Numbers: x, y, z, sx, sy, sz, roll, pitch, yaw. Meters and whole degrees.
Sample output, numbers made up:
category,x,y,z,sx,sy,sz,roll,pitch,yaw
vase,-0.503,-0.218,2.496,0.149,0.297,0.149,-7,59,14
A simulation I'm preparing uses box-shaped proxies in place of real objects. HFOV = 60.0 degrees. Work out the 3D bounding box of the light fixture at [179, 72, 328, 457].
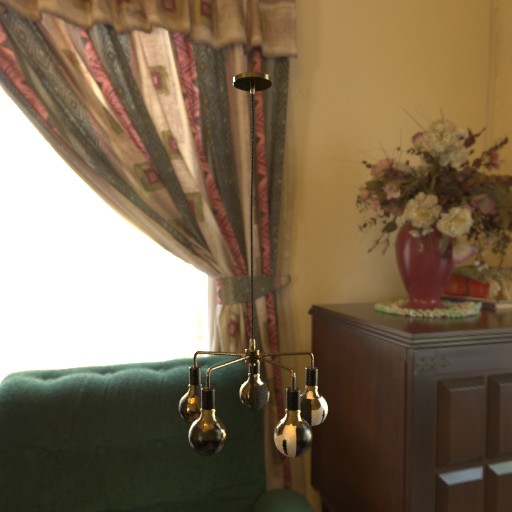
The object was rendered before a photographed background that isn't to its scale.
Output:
category,x,y,z,sx,sy,sz,roll,pitch,yaw
light fixture,0.000,0.000,1.231,0.438,0.988,0.421,0,0,-35
